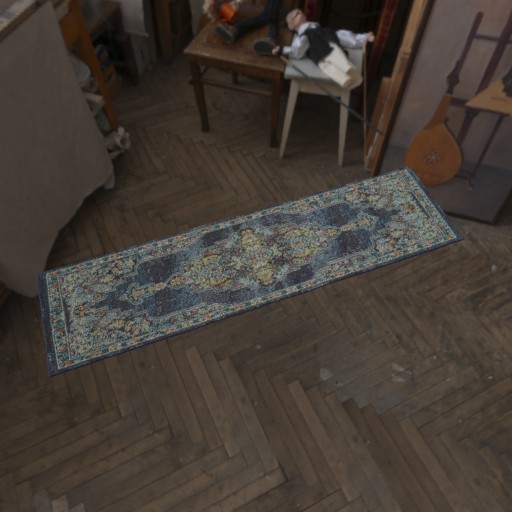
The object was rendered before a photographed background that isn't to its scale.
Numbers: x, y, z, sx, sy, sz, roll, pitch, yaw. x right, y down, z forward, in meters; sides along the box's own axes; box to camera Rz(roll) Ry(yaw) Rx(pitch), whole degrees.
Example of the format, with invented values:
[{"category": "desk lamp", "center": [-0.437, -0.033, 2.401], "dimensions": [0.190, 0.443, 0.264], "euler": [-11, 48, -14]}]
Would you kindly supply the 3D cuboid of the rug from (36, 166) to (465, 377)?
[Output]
[{"category": "rug", "center": [0.000, 0.000, 2.427], "dimensions": [2.283, 0.016, 0.602], "euler": [-17, 59, -11]}]
